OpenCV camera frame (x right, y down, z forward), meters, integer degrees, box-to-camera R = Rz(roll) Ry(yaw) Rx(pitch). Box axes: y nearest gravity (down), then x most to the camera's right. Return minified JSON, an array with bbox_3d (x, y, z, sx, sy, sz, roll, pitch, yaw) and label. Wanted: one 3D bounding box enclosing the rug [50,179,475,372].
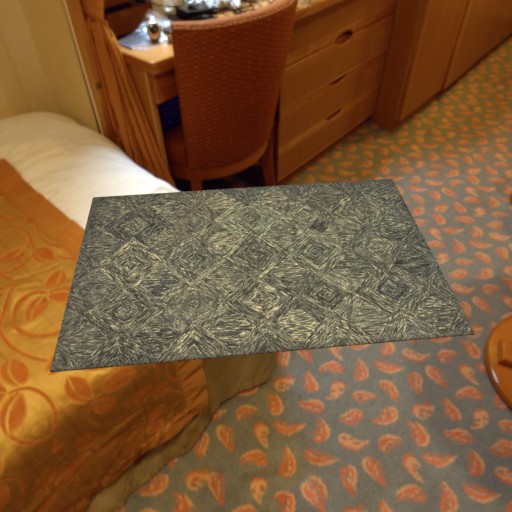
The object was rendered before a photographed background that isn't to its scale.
[{"bbox_3d":[0.000,0.000,2.926,2.330,0.017,1.478,-4,46,-4],"label":"rug"}]
